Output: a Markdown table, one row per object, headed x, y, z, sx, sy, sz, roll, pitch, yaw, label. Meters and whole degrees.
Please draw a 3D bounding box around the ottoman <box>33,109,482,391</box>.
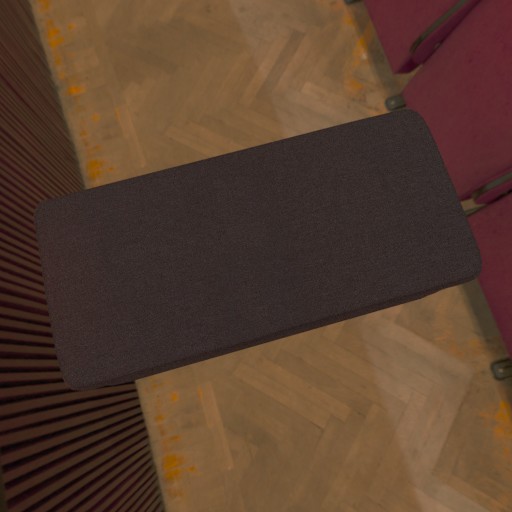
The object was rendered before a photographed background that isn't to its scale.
| x | y | z | sx | sy | sz | roll | pitch | yaw | label |
| --- | --- | --- | --- | --- | --- | --- | --- | --- | --- |
| 0.000 | 0.000 | 1.343 | 1.110 | 0.460 | 0.515 | -15 | 77 | -4 | ottoman |
